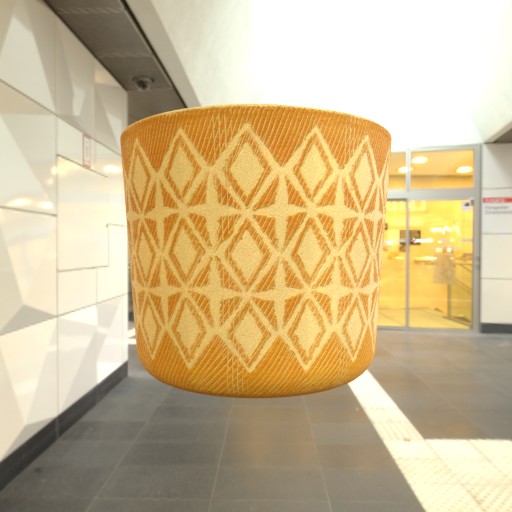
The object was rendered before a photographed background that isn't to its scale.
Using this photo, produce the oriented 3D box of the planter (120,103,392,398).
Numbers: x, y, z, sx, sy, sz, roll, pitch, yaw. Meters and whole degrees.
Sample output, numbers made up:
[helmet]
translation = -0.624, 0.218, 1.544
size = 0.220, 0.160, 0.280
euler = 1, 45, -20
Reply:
[planter]
translation = 0.000, 0.000, 0.331
size = 0.193, 0.165, 0.193
euler = 0, 1, 0
